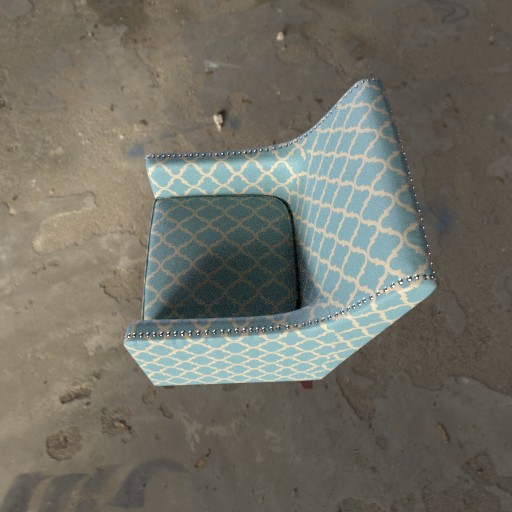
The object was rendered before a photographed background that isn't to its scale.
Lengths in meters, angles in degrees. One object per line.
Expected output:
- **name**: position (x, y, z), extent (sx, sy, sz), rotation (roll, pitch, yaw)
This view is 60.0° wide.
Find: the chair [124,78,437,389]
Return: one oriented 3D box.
- **chair**: position (0.000, 0.000, 1.332), extent (0.686, 0.817, 0.617), rotation (-2, 60, -1)
